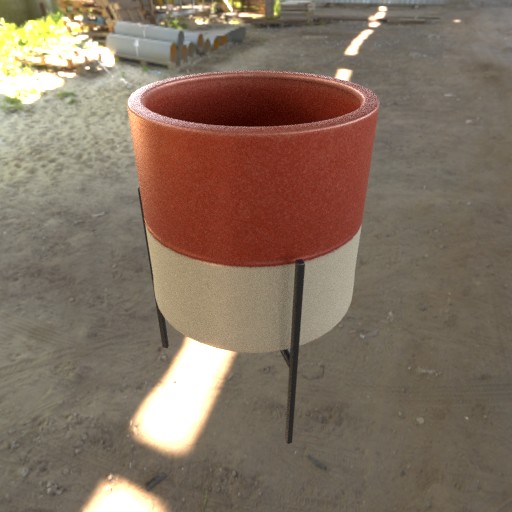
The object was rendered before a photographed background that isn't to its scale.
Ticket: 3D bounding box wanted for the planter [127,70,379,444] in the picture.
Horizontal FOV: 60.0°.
[{"bbox_3d":[0.000,0.000,0.507,0.235,0.354,0.251,-9,34,-14],"label":"planter"}]
